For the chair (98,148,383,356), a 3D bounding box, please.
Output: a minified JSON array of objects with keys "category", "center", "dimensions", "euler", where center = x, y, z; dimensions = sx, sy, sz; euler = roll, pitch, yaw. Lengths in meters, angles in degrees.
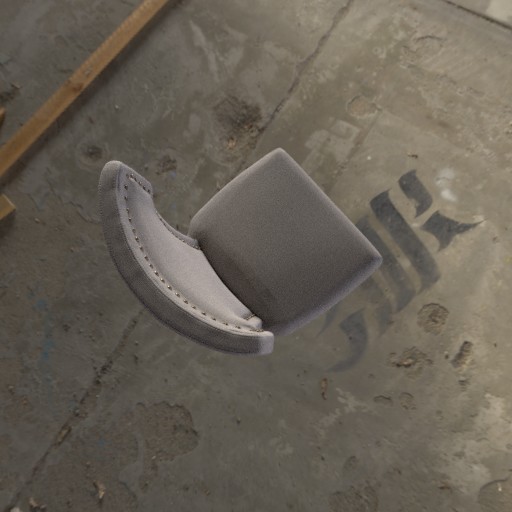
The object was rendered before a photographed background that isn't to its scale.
[{"category":"chair","center":[0.000,0.000,1.348],"dimensions":[0.630,0.950,0.526],"euler":[-38,78,-10]}]
